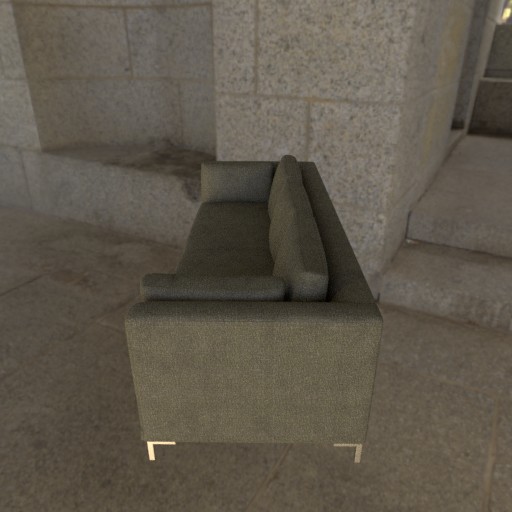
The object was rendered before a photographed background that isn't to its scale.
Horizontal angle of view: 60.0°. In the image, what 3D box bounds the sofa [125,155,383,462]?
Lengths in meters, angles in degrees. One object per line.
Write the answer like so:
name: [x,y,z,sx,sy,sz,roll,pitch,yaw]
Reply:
sofa: [0.000,0.000,2.838,0.969,0.867,2.415,0,25,1]
